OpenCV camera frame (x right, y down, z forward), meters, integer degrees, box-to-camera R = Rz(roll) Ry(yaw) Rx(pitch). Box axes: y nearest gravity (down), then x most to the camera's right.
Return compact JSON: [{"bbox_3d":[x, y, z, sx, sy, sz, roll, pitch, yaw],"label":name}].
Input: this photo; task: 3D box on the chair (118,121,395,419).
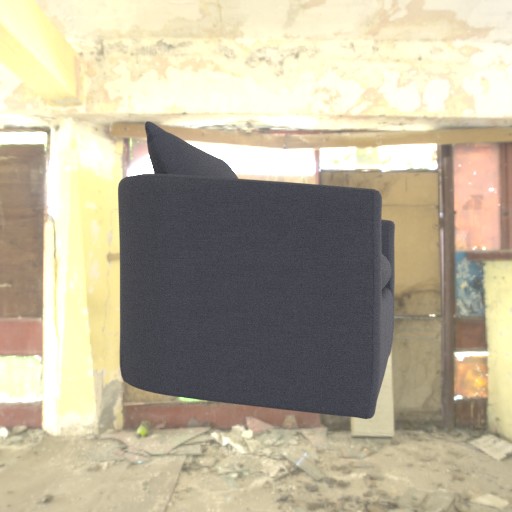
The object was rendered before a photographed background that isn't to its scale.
[{"bbox_3d":[0.000,0.000,1.568,0.910,0.848,0.845,0,-1,20],"label":"chair"}]
